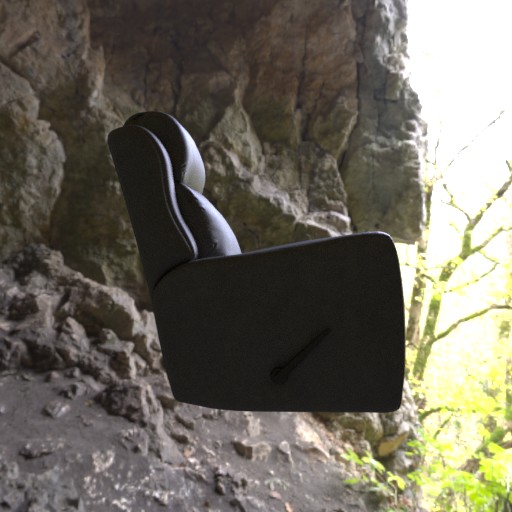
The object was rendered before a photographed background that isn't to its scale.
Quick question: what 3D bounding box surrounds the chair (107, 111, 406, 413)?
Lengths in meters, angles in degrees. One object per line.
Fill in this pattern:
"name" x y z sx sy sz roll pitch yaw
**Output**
"chair" 0.000 0.000 1.969 1.068 1.116 0.967 0 0 0
